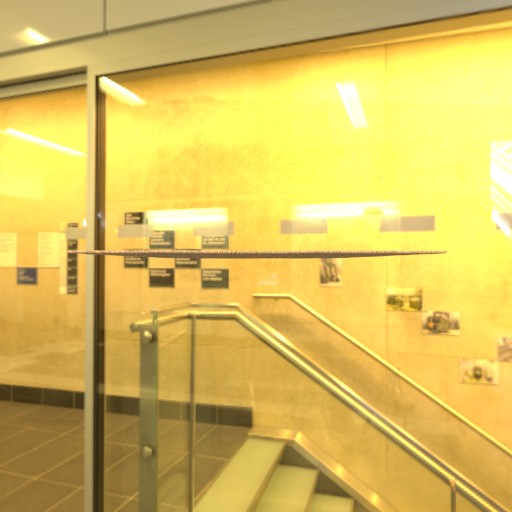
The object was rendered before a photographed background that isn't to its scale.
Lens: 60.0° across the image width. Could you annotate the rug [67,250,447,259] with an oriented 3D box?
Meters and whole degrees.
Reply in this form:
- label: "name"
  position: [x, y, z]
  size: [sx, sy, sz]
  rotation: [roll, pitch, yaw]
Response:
- label: "rug"
  position: [0.000, 0.000, 2.345]
  size: [1.225, 0.013, 1.840]
  rotation: [0, -1, 0]
